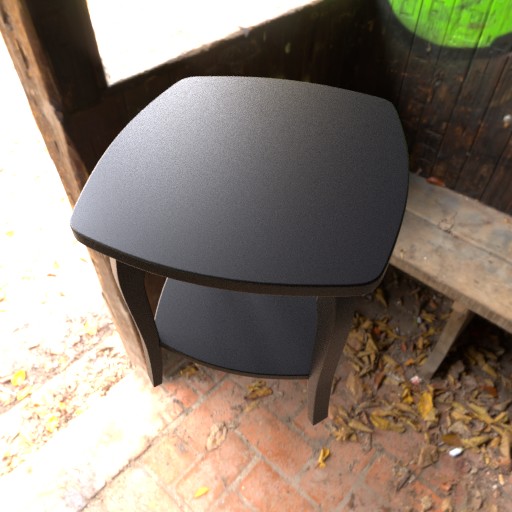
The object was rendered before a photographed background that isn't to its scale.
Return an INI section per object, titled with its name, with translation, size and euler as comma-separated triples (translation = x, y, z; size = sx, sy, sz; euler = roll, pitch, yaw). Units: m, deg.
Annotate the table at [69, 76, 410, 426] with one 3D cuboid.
[table]
translation = 0.000, 0.000, 0.841
size = 0.457, 0.457, 0.508
euler = 10, 48, 10
